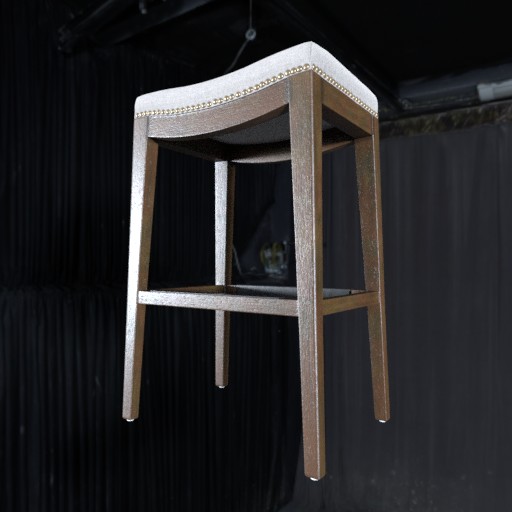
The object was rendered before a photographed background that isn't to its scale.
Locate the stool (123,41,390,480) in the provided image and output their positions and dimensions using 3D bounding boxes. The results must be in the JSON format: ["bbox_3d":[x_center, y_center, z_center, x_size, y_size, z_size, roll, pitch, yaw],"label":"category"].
[{"bbox_3d":[0.000,0.000,1.031,0.508,0.762,0.356,-1,-1,35],"label":"stool"}]
